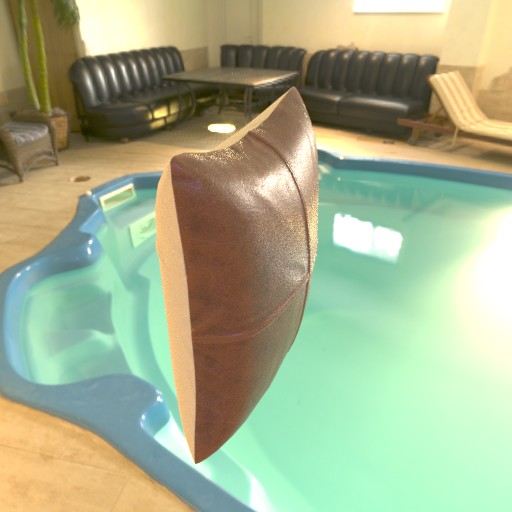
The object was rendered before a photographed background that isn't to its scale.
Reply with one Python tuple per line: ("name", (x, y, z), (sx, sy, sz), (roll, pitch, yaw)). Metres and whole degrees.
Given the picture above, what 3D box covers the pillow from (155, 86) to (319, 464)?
("pillow", (0.000, 0.000, 0.737), (0.192, 0.470, 0.484), (10, 31, 17))
